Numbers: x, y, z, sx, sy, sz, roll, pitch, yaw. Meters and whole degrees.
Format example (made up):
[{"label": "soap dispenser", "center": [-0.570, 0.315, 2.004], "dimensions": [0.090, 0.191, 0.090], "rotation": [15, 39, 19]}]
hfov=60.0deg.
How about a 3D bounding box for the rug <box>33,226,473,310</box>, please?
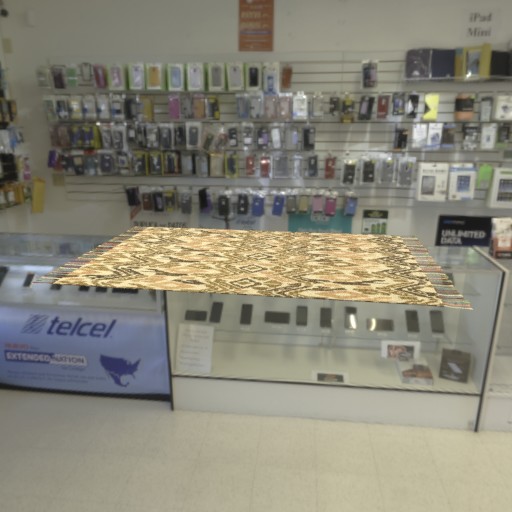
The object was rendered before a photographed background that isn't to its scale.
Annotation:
[{"label": "rug", "center": [0.000, 0.000, 3.099], "dimensions": [2.438, 0.008, 1.524], "rotation": [2, 17, 8]}]
